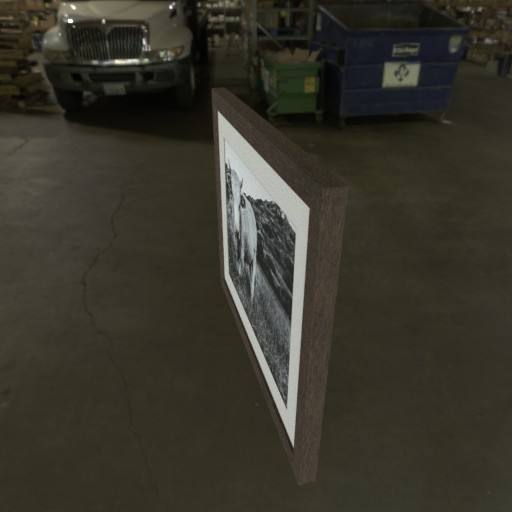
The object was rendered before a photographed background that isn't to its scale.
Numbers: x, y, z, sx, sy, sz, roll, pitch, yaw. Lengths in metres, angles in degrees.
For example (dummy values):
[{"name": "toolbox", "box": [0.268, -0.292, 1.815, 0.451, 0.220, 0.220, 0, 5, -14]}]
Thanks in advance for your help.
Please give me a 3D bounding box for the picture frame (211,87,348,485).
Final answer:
[{"name": "picture frame", "box": [0.000, 0.000, 0.754, 0.026, 0.455, 0.546, -8, 31, -14]}]
